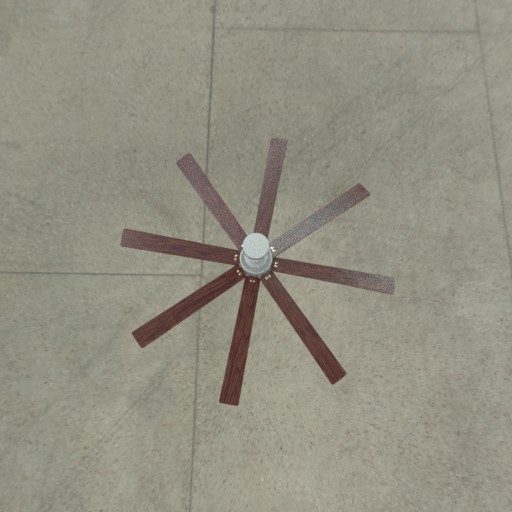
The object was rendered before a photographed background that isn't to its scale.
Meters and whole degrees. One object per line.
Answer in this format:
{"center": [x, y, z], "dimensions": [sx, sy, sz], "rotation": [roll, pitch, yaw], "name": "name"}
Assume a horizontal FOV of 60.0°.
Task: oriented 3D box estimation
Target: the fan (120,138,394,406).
{"center": [0.000, 0.000, 2.798], "dimensions": [1.830, 0.472, 1.830], "rotation": [-34, 78, -8], "name": "fan"}
